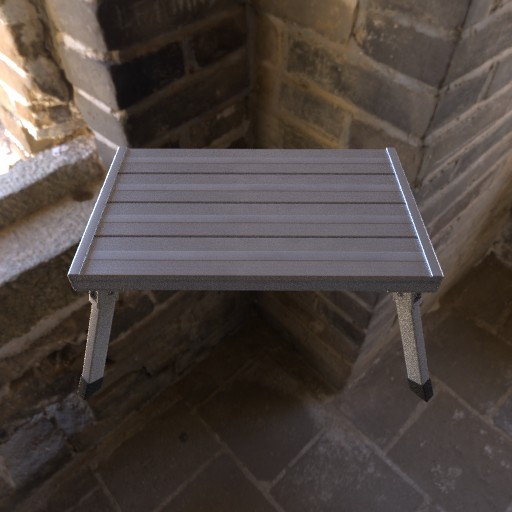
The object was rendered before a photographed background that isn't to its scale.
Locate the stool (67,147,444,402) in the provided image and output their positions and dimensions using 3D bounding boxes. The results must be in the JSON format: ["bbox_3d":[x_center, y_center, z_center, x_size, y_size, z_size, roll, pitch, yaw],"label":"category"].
[{"bbox_3d":[0.000,0.000,0.712,0.535,0.225,0.385,0,46,0],"label":"stool"}]
